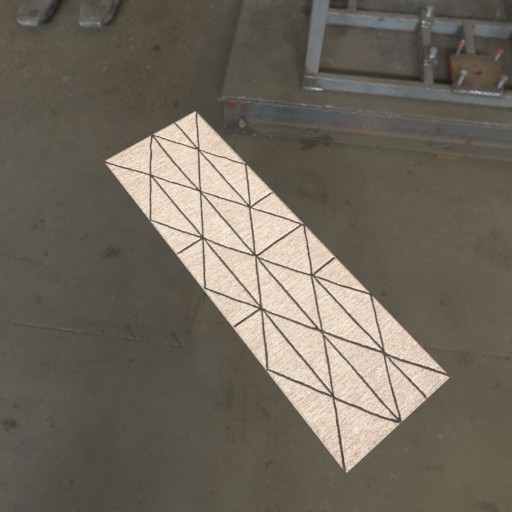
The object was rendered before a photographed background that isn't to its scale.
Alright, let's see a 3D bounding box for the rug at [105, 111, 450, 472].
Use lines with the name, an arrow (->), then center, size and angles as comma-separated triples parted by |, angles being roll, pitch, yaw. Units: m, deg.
rug -> 0.000, 0.000, 2.723 | 0.762, 0.012, 2.438 | -35, 68, -16
